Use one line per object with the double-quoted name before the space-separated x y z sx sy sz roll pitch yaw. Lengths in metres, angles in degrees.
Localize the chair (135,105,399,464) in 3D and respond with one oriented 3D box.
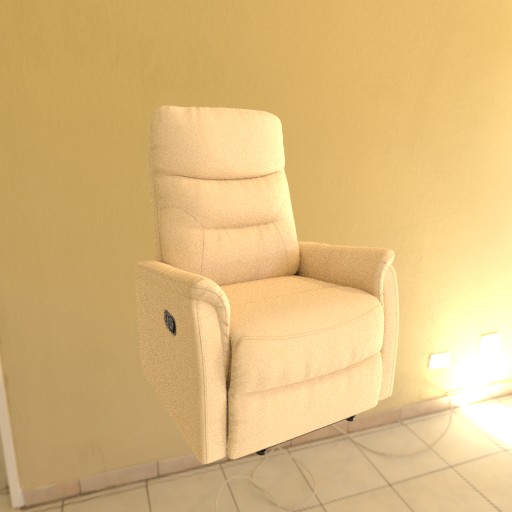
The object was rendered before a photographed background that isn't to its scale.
"chair" 0.000 0.000 1.644 0.775 1.082 0.831 -8 16 -28
